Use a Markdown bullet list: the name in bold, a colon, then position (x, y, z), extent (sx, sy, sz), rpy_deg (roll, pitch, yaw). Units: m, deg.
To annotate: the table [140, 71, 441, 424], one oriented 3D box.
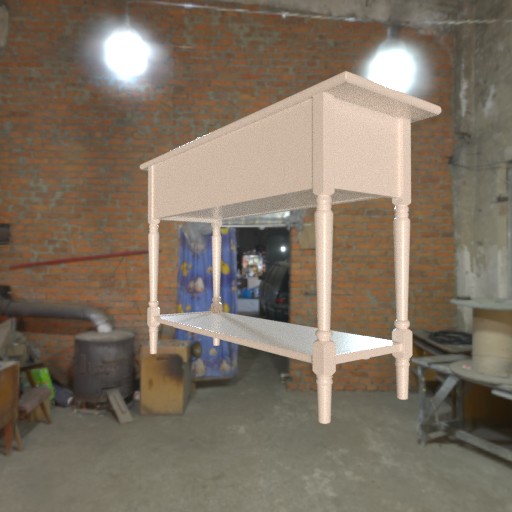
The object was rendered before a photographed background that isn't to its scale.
- **table**: position (0.000, 0.000, 1.573), extent (0.386, 0.814, 1.191), rpy_deg (1, -1, -37)
